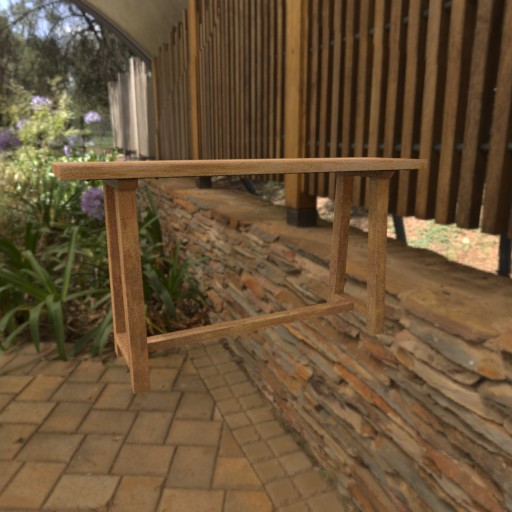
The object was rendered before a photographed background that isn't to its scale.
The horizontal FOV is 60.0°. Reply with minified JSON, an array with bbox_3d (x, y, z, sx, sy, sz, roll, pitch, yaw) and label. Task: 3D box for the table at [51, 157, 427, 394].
[{"bbox_3d":[0.000,0.000,1.928,1.524,0.810,0.405,-7,16,-26],"label":"table"}]
